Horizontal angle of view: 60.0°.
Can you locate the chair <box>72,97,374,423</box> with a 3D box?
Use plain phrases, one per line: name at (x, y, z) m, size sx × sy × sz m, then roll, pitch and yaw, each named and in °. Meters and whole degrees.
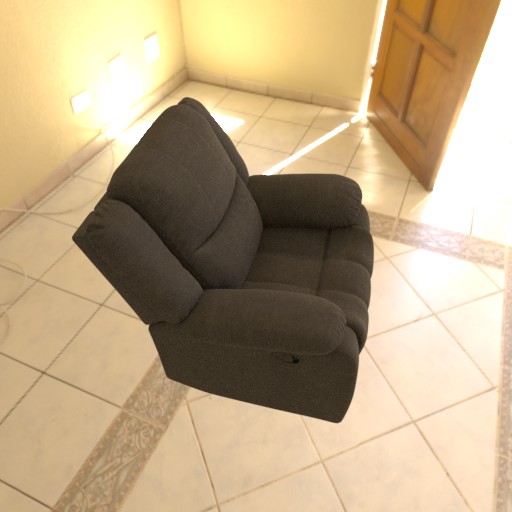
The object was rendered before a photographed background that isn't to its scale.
chair at (0.000, 0.000, 1.762) m, size 0.944 × 1.008 × 0.899 m, roll 10°, pitch 47°, yaw 9°
